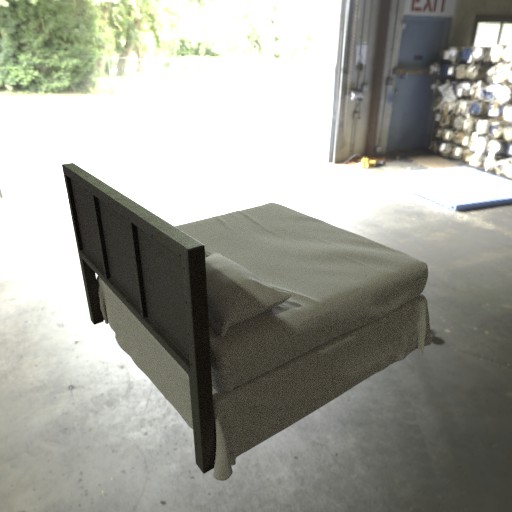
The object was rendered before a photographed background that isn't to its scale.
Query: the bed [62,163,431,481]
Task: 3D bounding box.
[{"bbox_3d":[0.000,0.000,2.870,1.785,1.142,1.772,-18,30,-33],"label":"bed"}]
